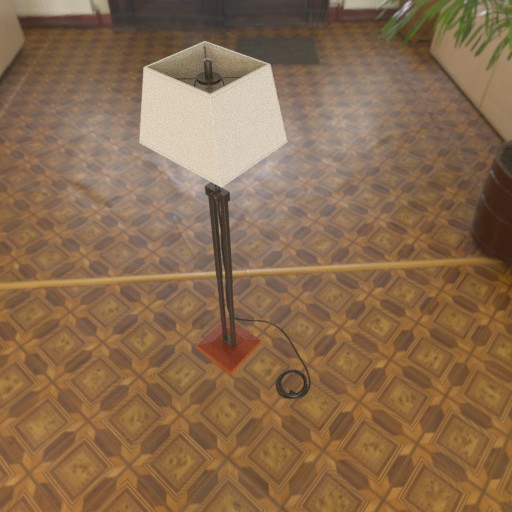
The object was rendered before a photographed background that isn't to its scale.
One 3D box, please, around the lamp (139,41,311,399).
[{"bbox_3d":[0.000,0.000,2.007,0.745,1.712,0.472,32,54,26],"label":"lamp"}]
